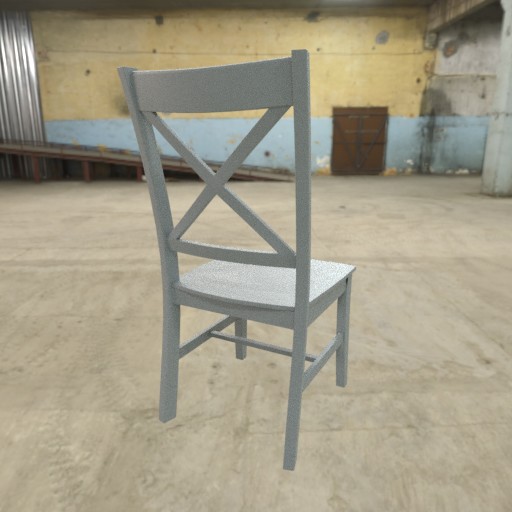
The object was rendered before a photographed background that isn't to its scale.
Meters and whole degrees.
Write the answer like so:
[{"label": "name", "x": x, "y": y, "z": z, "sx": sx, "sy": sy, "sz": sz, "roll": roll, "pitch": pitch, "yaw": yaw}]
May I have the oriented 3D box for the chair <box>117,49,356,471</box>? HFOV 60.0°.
[{"label": "chair", "x": 0.000, "y": 0.000, "z": 1.279, "sx": 0.485, "sy": 0.983, "sz": 0.542, "roll": 8, "pitch": 17, "yaw": 28}]
